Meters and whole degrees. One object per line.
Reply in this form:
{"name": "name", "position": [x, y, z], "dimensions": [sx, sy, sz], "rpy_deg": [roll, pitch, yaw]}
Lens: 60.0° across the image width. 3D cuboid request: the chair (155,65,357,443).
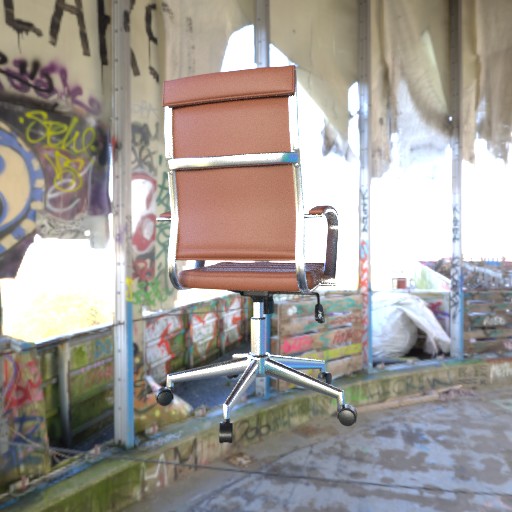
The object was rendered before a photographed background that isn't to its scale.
{"name": "chair", "position": [0.000, 0.000, 1.688], "dimensions": [0.766, 1.149, 0.739], "rpy_deg": [0, 1, 17]}
